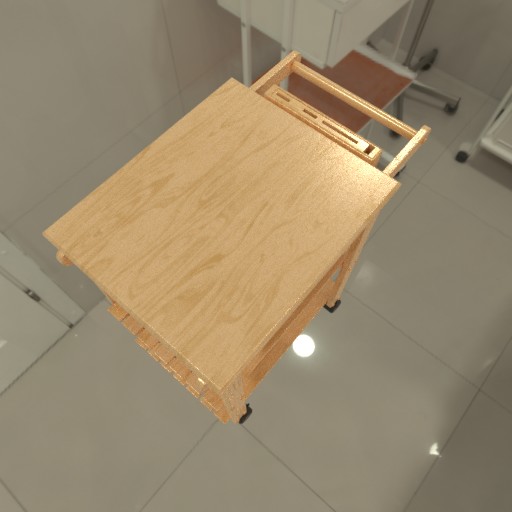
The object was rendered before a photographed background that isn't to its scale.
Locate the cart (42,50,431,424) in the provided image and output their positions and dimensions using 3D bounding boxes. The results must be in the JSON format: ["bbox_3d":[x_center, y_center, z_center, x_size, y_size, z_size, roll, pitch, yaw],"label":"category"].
[{"bbox_3d":[0.000,0.000,1.368,0.520,0.816,0.843,37,69,17],"label":"cart"}]
